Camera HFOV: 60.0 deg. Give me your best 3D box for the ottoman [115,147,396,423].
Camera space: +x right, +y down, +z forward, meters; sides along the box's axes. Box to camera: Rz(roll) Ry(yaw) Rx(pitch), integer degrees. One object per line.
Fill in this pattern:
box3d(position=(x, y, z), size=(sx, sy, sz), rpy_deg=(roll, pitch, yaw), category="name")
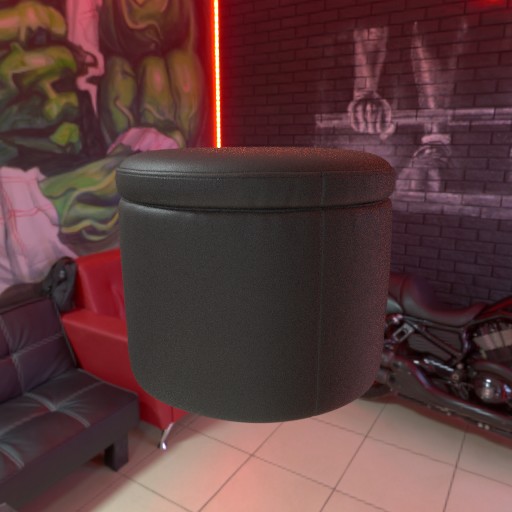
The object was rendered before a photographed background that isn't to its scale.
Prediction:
box3d(position=(0.000, 0.000, 0.859), size=(0.500, 0.409, 0.500), rpy_deg=(0, 14, 0), category="ottoman")
